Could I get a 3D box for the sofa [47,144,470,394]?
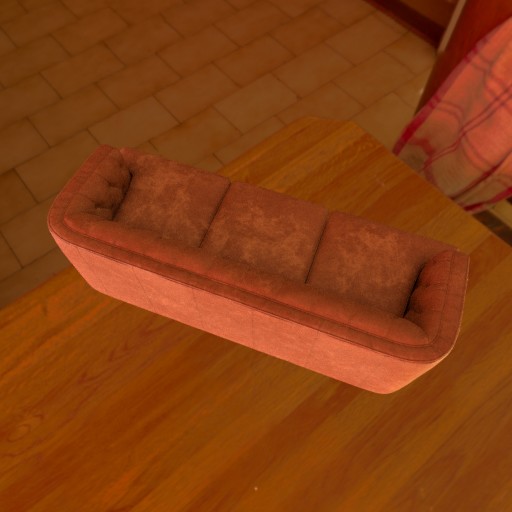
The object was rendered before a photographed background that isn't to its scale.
[{"bbox_3d":[0.000,0.000,2.632,2.257,0.791,0.922,18,64,9],"label":"sofa"}]
